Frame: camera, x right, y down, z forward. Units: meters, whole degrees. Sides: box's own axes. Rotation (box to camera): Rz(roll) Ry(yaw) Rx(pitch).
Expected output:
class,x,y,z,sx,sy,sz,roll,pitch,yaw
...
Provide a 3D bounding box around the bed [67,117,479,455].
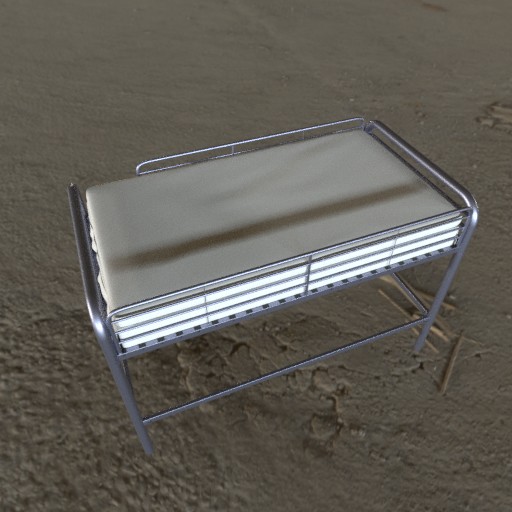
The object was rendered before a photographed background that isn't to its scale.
class,x,y,z,sx,sy,sz,roll,pitch,yaw
bed,0.000,0.000,2.889,1.965,1.288,1.415,-16,46,-16
